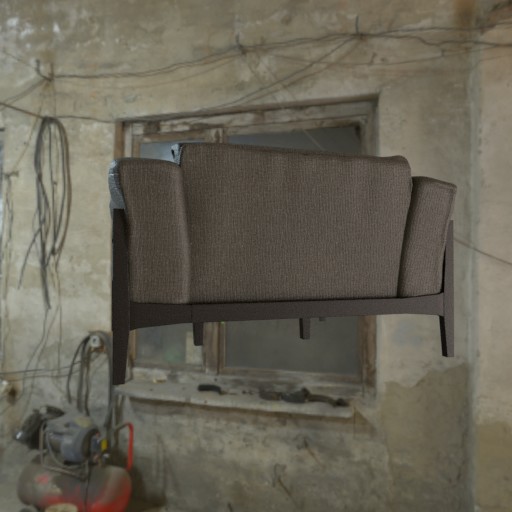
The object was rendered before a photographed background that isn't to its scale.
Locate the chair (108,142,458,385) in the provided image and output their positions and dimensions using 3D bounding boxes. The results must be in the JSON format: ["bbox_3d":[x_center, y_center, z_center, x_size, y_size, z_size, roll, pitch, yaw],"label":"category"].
[{"bbox_3d":[0.000,0.000,1.672,1.056,0.646,0.969,0,-1,-18],"label":"chair"}]
